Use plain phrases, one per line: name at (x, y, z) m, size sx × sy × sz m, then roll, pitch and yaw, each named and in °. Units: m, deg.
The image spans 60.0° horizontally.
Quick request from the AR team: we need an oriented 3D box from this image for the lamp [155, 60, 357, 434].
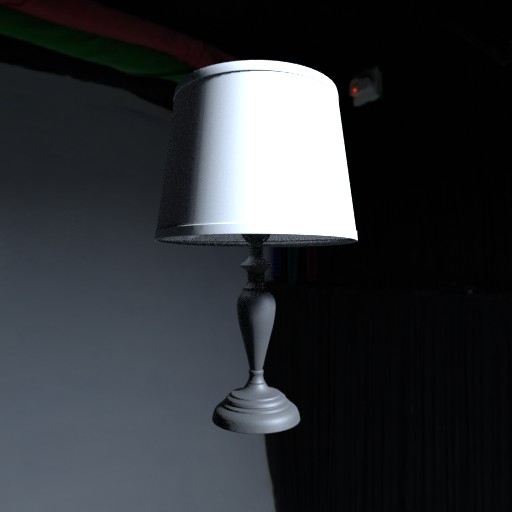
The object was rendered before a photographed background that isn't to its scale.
lamp at (0.000, 0.000, 0.693) m, size 0.310 × 0.501 × 0.310 m, roll 0°, pitch -2°, yaw 0°
